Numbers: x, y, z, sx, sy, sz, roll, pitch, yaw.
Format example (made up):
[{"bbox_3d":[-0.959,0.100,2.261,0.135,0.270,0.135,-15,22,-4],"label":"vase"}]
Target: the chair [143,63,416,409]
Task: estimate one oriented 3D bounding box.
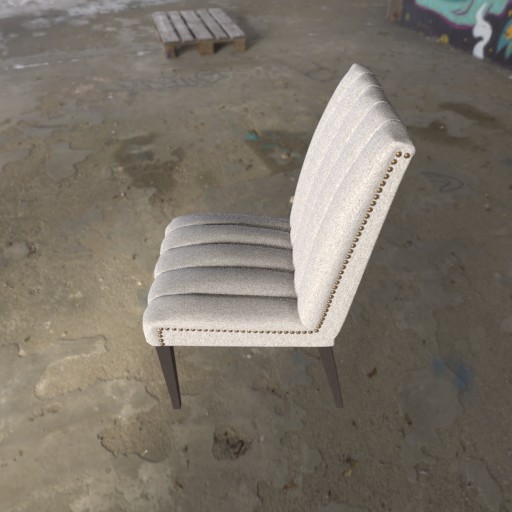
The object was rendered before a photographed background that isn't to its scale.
[{"bbox_3d":[0.000,0.000,1.377,0.647,1.016,0.511,0,41,0],"label":"chair"}]
